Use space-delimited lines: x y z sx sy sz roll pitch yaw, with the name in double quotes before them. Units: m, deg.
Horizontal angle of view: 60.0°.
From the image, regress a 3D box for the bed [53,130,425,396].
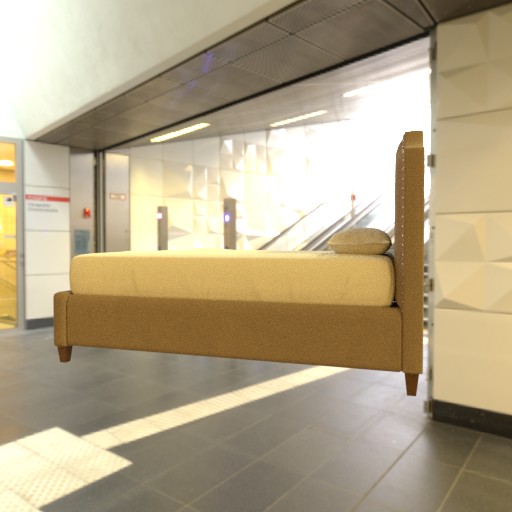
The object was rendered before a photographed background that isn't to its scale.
"bed" 0.000 0.000 3.416 2.329 1.415 1.703 0 1 17
